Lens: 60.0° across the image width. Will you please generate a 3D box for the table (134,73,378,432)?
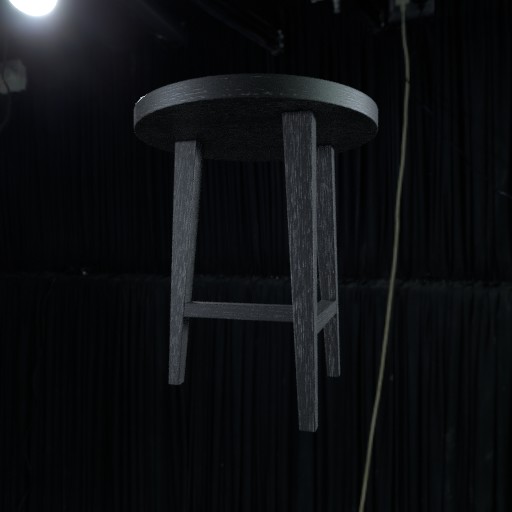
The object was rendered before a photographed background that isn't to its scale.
[{"bbox_3d":[0.000,0.000,0.754,0.399,0.460,0.399,0,1,0],"label":"table"}]
